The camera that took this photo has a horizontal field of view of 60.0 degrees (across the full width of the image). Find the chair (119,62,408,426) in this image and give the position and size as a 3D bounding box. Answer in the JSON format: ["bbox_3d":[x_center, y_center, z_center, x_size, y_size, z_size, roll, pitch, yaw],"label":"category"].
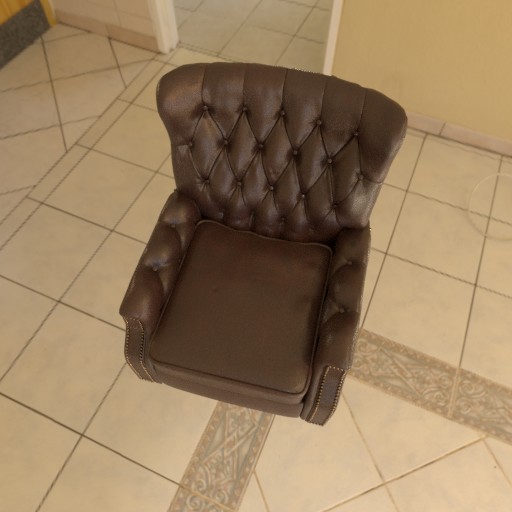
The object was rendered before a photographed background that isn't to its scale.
[{"bbox_3d":[0.000,0.000,1.446,0.709,0.864,0.823,12,59,7],"label":"chair"}]
